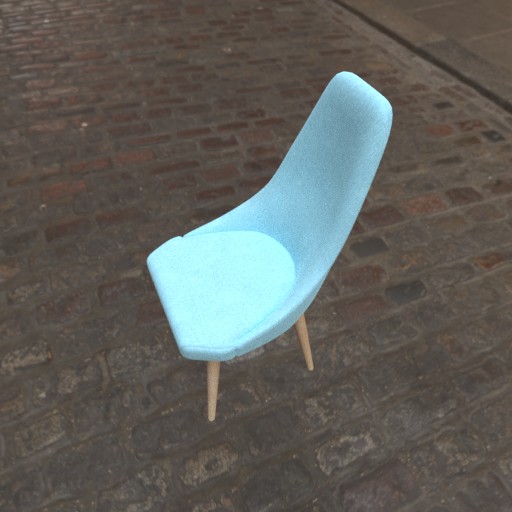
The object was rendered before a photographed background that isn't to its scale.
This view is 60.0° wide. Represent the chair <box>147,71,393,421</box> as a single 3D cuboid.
[{"bbox_3d":[0.000,0.000,1.450,0.660,1.040,0.510,-19,51,-16],"label":"chair"}]
